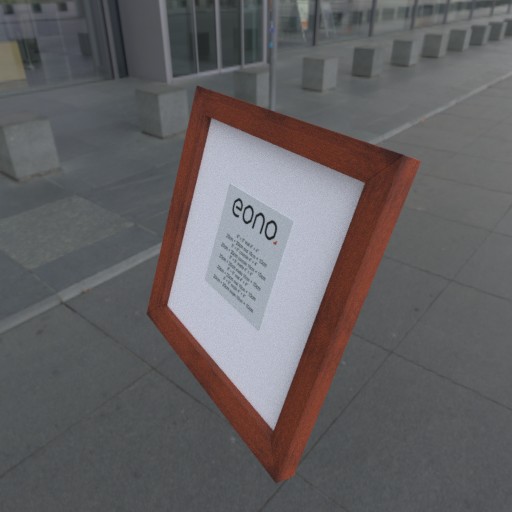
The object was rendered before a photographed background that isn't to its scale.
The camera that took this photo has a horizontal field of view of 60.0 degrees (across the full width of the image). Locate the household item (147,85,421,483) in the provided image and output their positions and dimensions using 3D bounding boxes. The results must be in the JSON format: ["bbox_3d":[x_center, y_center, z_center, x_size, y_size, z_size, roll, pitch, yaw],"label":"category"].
[{"bbox_3d":[0.000,0.000,0.383,0.131,0.240,0.240,-20,37,-29],"label":"household item"}]
